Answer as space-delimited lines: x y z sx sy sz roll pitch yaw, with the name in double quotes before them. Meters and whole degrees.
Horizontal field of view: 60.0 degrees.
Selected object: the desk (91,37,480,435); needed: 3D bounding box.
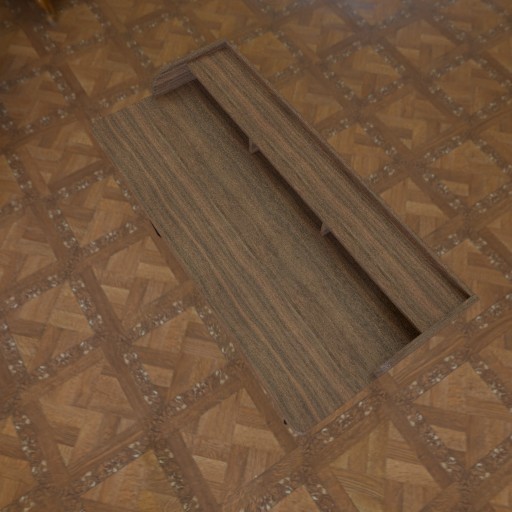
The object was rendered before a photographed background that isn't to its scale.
"desk" 0.000 0.000 1.657 0.565 0.854 1.200 -32 68 -15
